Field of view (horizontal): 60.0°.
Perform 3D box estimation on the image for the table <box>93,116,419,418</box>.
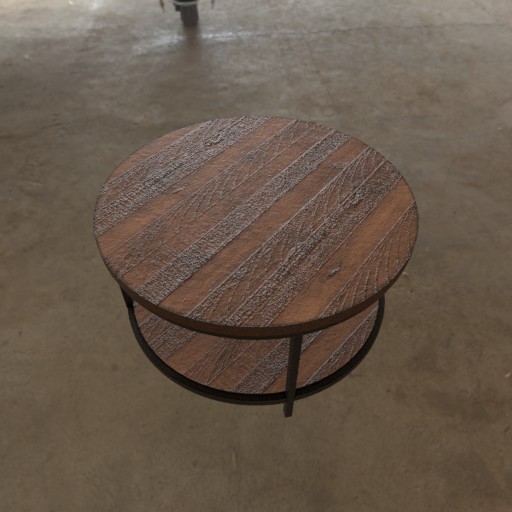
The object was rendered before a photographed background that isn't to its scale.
[{"bbox_3d":[0.000,0.000,1.341,0.837,0.462,0.837,0,46,0],"label":"table"}]
